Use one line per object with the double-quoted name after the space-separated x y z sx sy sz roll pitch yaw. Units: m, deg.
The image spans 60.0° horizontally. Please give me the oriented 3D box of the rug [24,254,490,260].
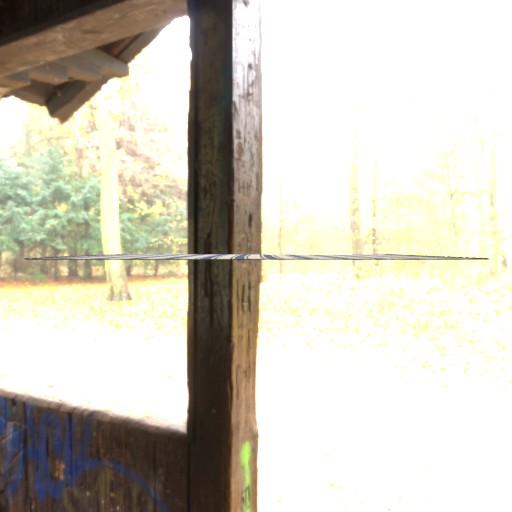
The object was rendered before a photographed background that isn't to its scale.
0.000 0.000 4.423 3.416 0.016 2.471 0 1 0 "rug"
